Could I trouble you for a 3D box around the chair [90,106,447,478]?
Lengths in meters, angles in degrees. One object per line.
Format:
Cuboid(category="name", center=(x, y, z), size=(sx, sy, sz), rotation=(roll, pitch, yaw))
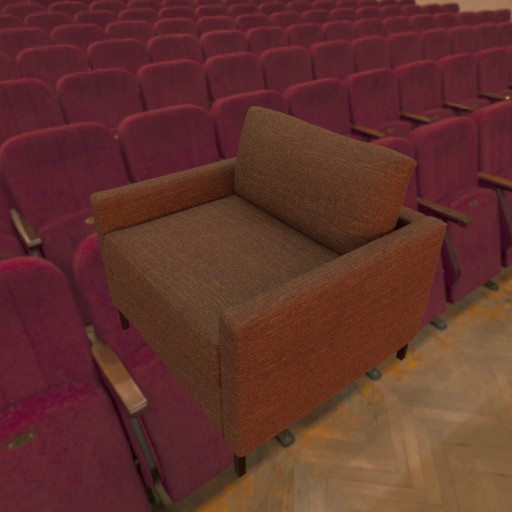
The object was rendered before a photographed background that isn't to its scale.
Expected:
Cuboid(category="chair", center=(0.000, 0.000, 1.581), size=(0.845, 0.841, 0.940), rotation=(-22, 38, -31))
